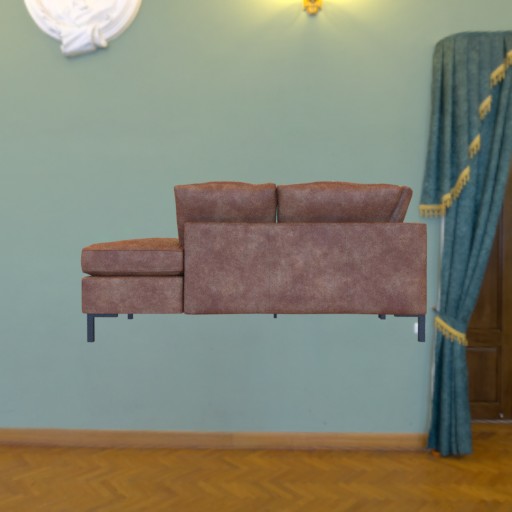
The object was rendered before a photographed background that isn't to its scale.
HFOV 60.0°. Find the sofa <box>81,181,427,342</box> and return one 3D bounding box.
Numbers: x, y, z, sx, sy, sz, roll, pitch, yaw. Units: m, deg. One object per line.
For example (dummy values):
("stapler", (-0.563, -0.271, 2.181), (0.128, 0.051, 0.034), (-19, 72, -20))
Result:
("sofa", (0.000, 0.000, 3.897), (1.939, 0.900, 2.956), (0, 1, 0))
